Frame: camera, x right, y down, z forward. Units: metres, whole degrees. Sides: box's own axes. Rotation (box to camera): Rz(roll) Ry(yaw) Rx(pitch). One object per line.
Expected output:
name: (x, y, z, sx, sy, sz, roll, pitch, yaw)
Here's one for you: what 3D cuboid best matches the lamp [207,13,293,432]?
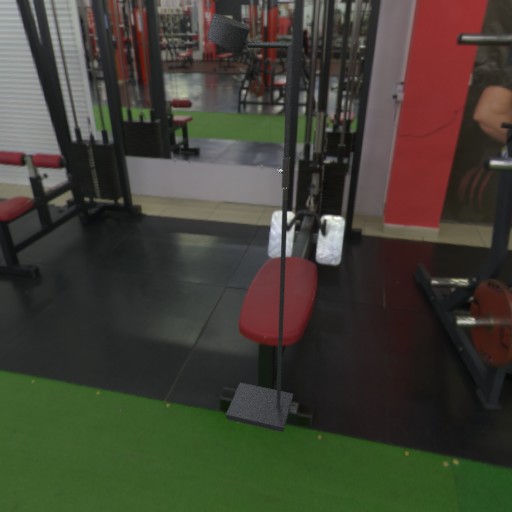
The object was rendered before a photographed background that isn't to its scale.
lamp: (0.000, 0.000, 1.667, 0.304, 1.600, 0.203, 8, 29, 14)
